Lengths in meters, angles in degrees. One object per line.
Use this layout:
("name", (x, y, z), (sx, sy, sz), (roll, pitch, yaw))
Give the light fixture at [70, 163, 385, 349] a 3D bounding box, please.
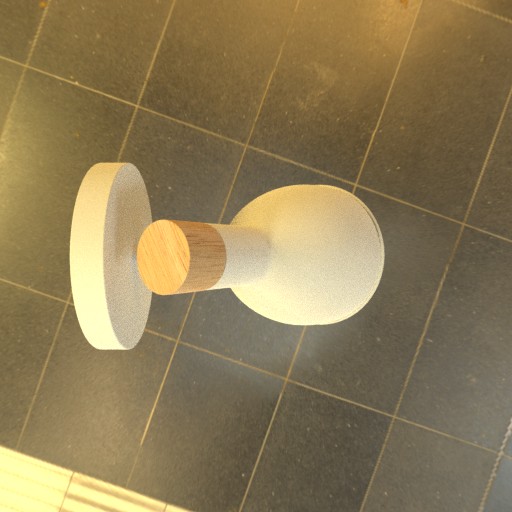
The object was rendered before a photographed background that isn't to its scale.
("light fixture", (0.000, 0.000, 0.329), (0.209, 0.199, 0.127), (0, 91, -1))
